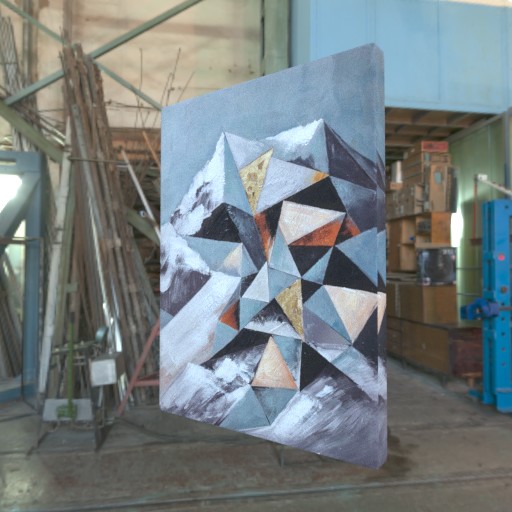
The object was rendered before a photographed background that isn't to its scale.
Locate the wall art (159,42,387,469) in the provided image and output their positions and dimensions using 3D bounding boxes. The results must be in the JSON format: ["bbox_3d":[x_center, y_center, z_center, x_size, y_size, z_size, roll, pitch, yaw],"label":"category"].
[{"bbox_3d":[0.000,0.000,0.781,0.455,0.613,0.037,-1,-2,36],"label":"wall art"}]
